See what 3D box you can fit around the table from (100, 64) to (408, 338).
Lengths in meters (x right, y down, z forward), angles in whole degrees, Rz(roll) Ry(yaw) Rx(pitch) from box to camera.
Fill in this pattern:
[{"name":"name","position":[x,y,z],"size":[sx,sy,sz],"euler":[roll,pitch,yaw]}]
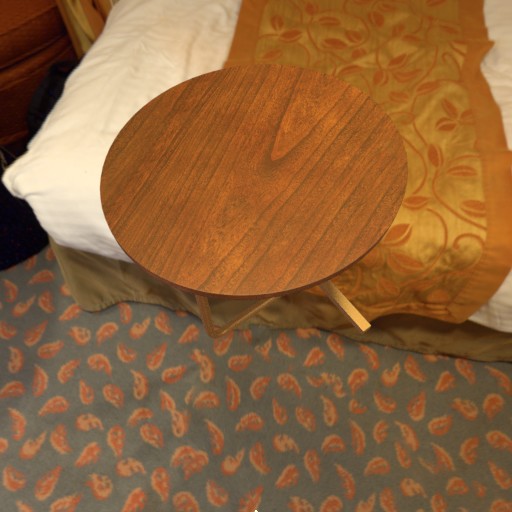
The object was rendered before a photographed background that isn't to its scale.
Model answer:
[{"name":"table","position":[0.000,0.000,1.125],"size":[0.577,0.706,0.530],"euler":[-32,65,-17]}]
